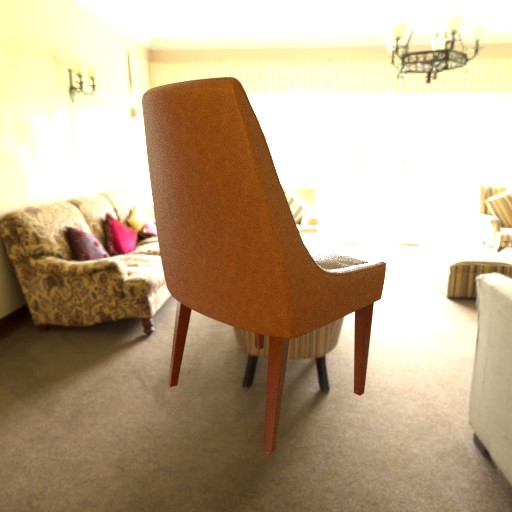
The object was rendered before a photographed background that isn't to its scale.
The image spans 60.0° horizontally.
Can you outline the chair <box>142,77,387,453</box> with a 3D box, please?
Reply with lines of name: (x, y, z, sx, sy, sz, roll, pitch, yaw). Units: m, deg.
chair: (0.000, 0.000, 1.238, 0.544, 0.861, 0.529, -13, 19, -42)
